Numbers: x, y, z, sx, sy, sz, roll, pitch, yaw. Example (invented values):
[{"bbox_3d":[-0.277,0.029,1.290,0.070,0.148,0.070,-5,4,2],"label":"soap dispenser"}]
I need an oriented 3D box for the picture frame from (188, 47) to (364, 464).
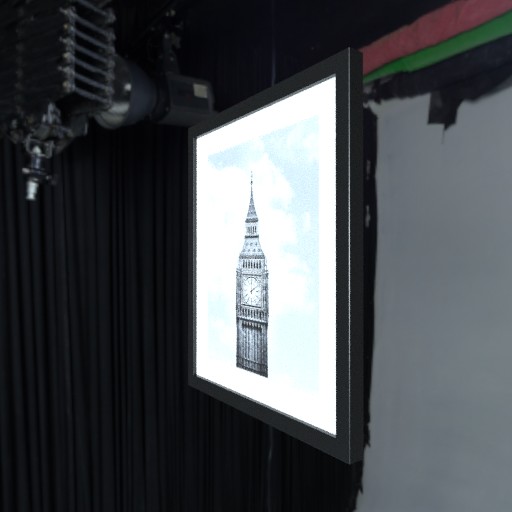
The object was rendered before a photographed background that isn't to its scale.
[{"bbox_3d":[0.000,0.000,0.785,0.028,0.556,0.460,0,0,-36],"label":"picture frame"}]
